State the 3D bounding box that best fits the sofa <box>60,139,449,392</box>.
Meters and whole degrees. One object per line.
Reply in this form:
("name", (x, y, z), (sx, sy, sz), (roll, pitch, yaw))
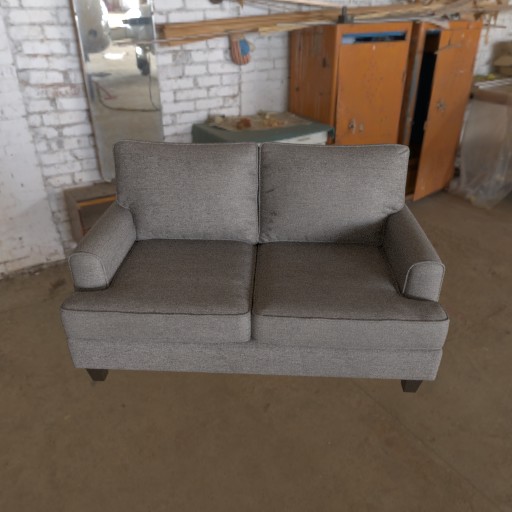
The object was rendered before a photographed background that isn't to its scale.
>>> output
("sofa", (0.000, 0.000, 2.192), (1.651, 0.965, 0.965), (1, 30, 2))
